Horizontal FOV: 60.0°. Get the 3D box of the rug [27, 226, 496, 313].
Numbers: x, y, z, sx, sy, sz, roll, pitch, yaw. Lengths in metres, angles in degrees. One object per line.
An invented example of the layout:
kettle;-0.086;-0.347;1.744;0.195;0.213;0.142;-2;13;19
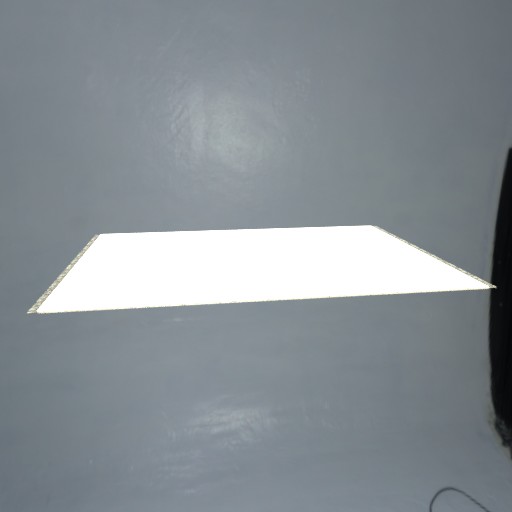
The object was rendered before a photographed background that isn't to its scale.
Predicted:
rug;0.000;0.000;2.798;2.233;0.011;1.514;-2;16;-8
